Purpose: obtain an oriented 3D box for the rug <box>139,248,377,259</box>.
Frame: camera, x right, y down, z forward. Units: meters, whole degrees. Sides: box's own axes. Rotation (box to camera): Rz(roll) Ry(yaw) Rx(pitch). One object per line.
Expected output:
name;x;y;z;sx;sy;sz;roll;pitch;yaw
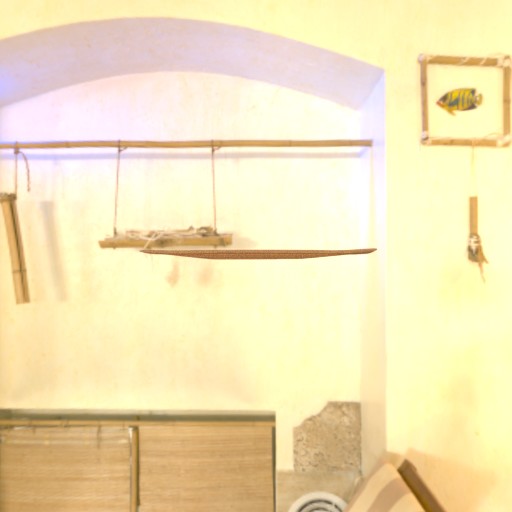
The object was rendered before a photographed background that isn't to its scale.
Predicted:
rug;0.000;0.000;2.693;0.799;0.030;2.444;0;-1;0
